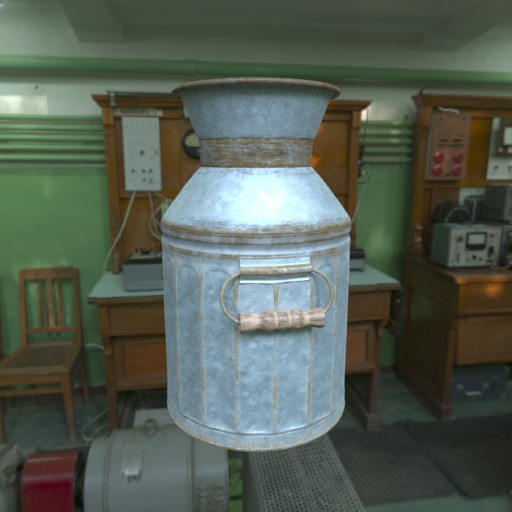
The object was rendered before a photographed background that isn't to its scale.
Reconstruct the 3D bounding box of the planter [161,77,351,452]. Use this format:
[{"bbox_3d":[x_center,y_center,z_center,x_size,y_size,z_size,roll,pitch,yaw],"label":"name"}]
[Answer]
[{"bbox_3d":[0.000,0.000,0.509,0.215,0.358,0.248,-2,13,-10],"label":"planter"}]
